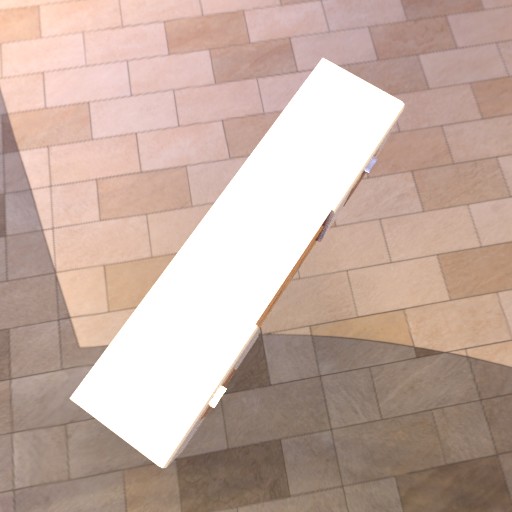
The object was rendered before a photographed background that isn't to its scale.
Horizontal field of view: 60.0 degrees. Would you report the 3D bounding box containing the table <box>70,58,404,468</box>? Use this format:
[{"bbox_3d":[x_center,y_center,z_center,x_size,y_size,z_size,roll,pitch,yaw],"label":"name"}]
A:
[{"bbox_3d":[0.000,0.000,1.772,0.400,0.440,1.550,33,77,8],"label":"table"}]
